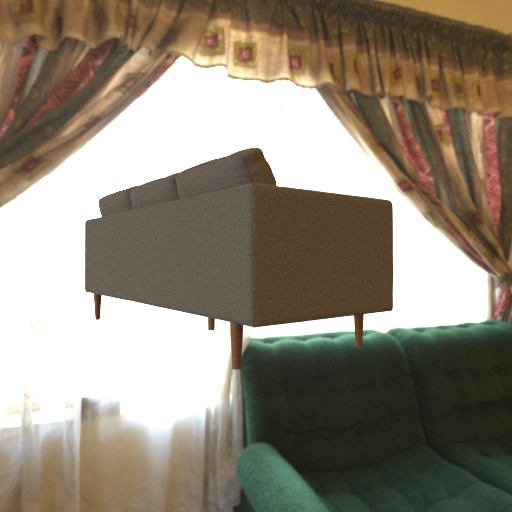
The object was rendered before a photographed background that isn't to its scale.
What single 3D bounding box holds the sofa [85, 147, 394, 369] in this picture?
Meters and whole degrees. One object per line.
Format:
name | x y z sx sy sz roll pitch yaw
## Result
sofa | 0.000 0.000 2.881 1.591 0.897 2.031 0 0 -37
